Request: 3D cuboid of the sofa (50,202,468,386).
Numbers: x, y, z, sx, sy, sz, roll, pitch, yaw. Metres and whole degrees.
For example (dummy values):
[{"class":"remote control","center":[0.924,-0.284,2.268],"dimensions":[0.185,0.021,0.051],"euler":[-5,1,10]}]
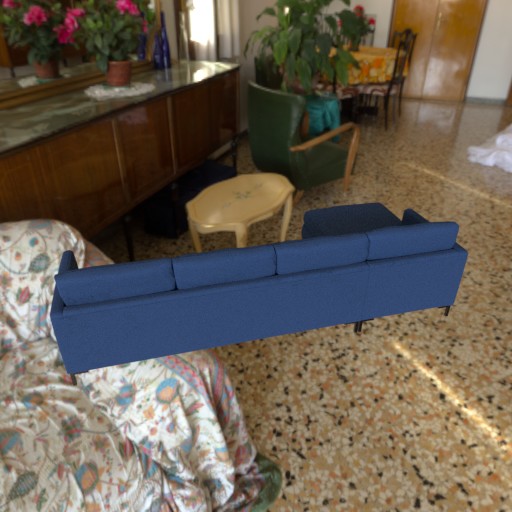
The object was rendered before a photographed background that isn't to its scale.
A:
[{"class":"sofa","center":[0.000,0.000,2.984],"dimensions":[2.450,0.679,1.128],"euler":[-8,32,-13]}]
